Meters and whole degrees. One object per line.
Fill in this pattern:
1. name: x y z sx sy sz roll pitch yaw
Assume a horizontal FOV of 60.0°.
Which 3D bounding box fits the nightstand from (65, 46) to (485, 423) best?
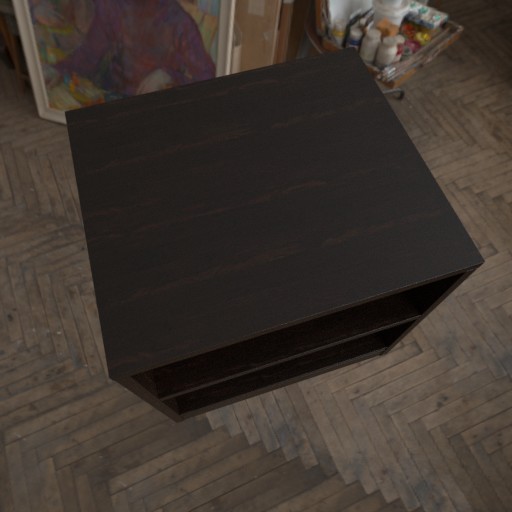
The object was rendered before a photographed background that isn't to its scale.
1. nightstand: 0.000 0.000 0.848 0.489 0.487 0.427 -16 65 -8
